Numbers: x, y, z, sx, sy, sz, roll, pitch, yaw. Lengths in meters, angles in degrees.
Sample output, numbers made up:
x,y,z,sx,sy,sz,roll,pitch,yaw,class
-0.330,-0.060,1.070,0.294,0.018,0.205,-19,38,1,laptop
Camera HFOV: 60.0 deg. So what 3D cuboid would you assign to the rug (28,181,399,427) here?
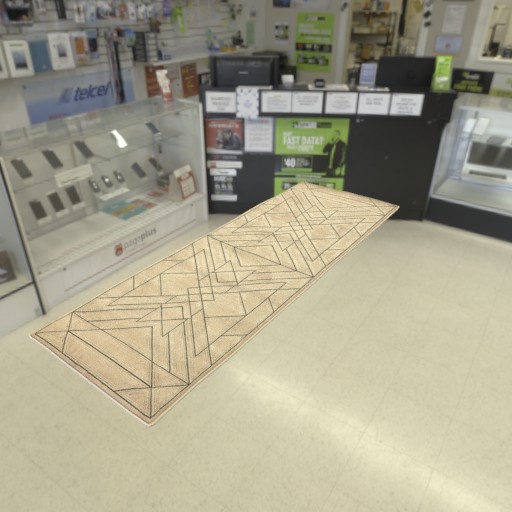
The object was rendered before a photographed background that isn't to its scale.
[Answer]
x,y,z,sx,sy,sz,roll,pitch,yaw,class
0.000,0.000,2.623,0.831,0.036,2.381,21,37,31,rug
